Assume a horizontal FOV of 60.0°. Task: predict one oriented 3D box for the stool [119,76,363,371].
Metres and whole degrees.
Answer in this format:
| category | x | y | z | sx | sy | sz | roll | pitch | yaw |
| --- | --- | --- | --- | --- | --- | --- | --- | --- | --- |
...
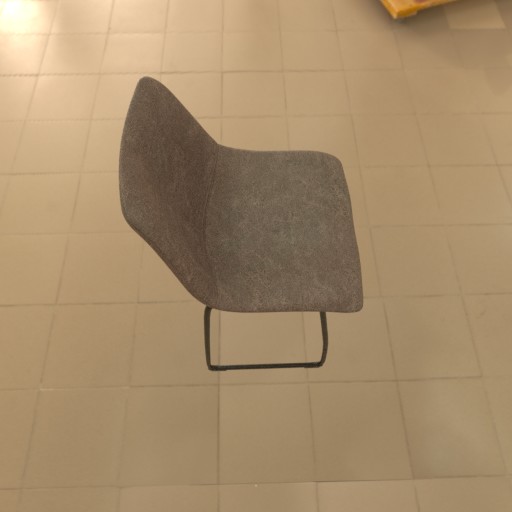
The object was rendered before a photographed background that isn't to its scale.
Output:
| category | x | y | z | sx | sy | sz | roll | pitch | yaw |
| --- | --- | --- | --- | --- | --- | --- | --- | --- | --- |
| stool | 0.000 | 0.000 | 1.384 | 0.561 | 1.082 | 0.514 | -2 | 63 | -1 |
